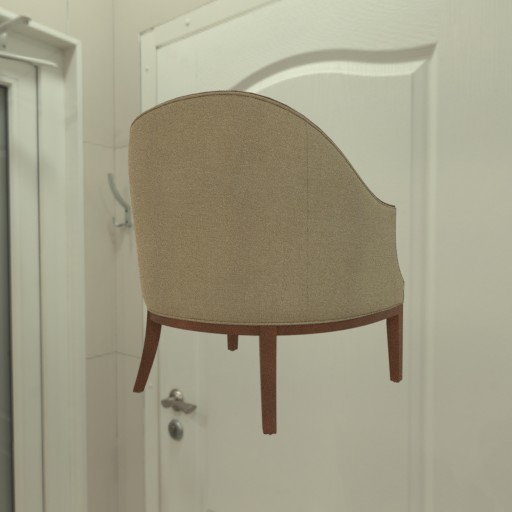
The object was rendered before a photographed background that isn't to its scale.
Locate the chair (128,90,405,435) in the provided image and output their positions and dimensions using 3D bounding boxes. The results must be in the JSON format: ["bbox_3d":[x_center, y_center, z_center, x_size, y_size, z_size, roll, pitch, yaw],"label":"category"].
[{"bbox_3d":[0.000,0.000,1.494,0.803,0.876,0.735,1,2,37],"label":"chair"}]
